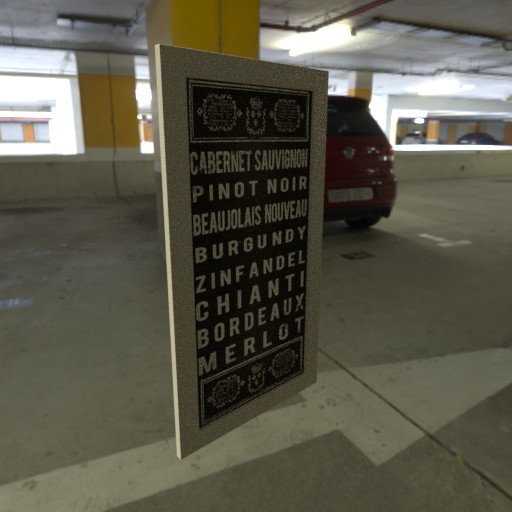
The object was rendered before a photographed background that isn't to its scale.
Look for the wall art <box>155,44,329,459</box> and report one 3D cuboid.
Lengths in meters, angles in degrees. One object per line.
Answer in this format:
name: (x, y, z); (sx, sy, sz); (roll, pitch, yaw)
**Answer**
wall art: (0.000, 0.000, 0.835); (0.380, 0.683, 0.013); (-14, 20, -41)
